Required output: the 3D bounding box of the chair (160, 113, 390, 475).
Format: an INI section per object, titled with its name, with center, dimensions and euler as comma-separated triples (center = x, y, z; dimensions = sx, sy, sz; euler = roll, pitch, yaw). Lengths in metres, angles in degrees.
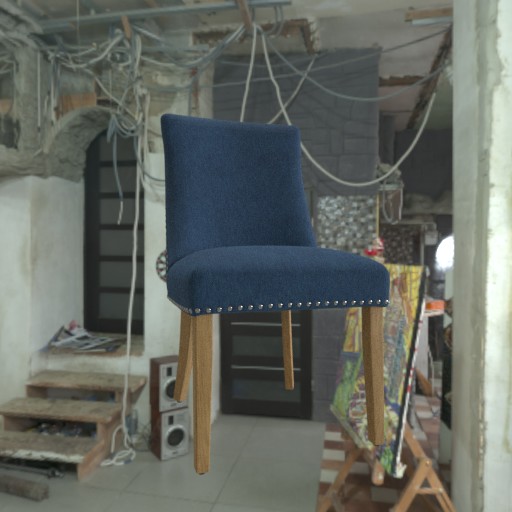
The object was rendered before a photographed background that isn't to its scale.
[chair]
center = 0.000, 0.000, 1.250
dimensions = 0.495, 0.902, 0.610
euler = 0, 1, -18
